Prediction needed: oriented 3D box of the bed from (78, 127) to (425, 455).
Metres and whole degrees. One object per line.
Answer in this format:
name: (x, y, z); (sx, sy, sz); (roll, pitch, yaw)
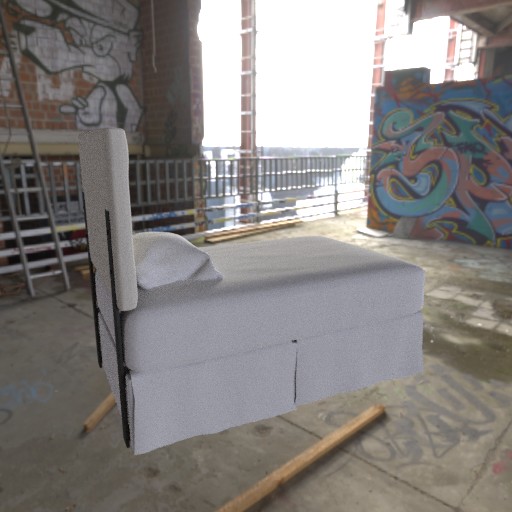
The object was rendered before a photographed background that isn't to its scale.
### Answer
bed: (0.000, 0.000, 2.940); (1.997, 1.571, 1.261); (-7, 15, -26)
